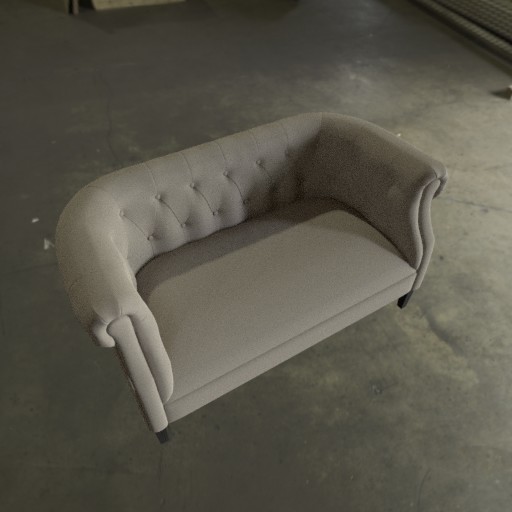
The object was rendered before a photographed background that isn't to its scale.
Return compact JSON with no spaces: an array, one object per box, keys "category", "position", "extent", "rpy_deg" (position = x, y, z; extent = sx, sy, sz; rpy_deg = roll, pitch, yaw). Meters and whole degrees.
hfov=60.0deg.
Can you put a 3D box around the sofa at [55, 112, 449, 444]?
[{"category":"sofa","position":[0.000,0.000,2.006],"extent":[1.558,0.827,0.835],"rpy_deg":[-24,50,-21]}]
